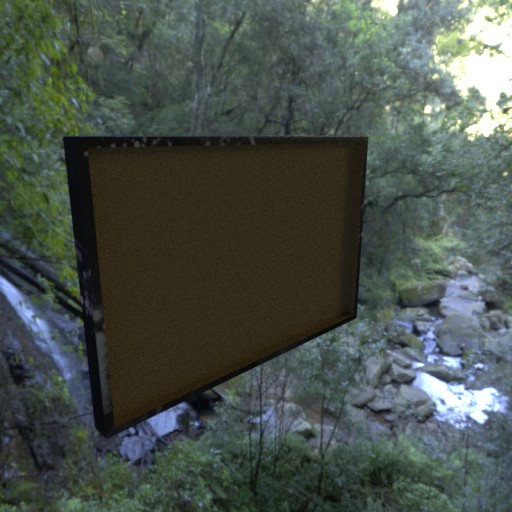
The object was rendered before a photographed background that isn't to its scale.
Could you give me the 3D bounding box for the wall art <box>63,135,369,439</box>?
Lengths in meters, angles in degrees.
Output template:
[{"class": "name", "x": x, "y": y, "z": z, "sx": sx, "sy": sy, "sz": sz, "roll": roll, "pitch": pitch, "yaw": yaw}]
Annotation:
[{"class": "wall art", "x": 0.000, "y": 0.000, "z": 0.775, "sx": 0.609, "sy": 0.406, "sz": 0.037, "roll": -14, "pitch": 21, "yaw": -42}]
